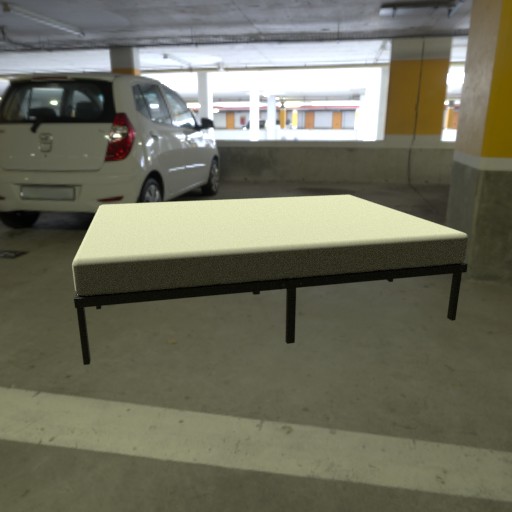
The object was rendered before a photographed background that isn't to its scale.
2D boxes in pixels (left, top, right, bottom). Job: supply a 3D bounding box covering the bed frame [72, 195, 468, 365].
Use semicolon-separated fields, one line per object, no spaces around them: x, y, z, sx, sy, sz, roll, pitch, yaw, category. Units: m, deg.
0.000;0.000;3.750;2.842;0.680;2.205;-2;17;-7;bed frame
